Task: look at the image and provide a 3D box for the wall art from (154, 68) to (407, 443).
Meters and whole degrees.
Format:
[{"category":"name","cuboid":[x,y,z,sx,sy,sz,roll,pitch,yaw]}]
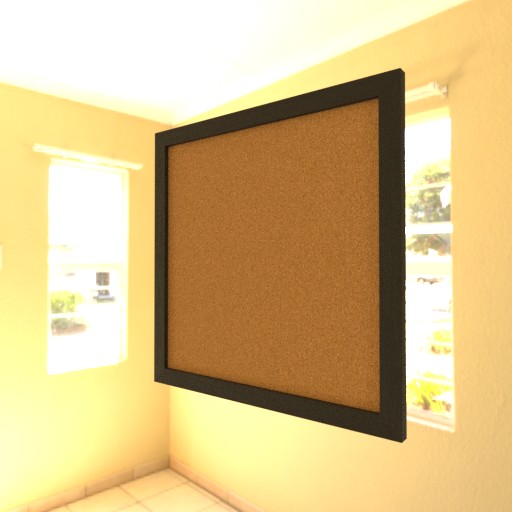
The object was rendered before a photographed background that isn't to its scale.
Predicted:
[{"category":"wall art","cuboid":[0.000,0.000,1.521,1.016,1.016,0.038,-1,-1,37]}]
